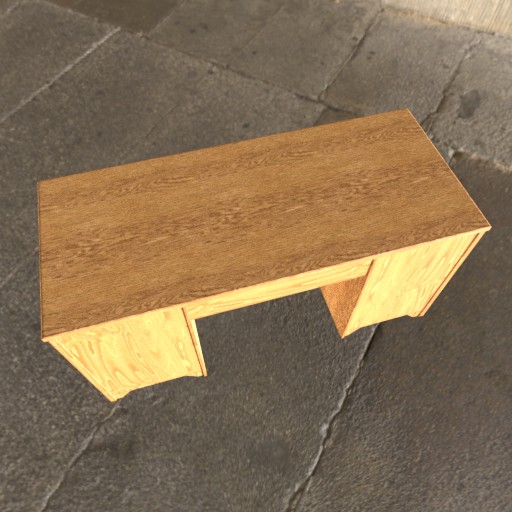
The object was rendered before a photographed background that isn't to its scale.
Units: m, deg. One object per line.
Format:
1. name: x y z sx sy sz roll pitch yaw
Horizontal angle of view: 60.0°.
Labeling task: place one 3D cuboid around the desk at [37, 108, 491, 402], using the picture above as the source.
1. desk: 0.000 0.000 1.969 1.567 0.751 0.685 -13 58 -9
